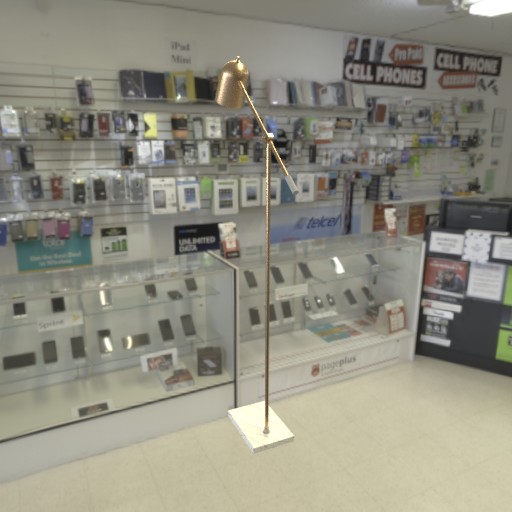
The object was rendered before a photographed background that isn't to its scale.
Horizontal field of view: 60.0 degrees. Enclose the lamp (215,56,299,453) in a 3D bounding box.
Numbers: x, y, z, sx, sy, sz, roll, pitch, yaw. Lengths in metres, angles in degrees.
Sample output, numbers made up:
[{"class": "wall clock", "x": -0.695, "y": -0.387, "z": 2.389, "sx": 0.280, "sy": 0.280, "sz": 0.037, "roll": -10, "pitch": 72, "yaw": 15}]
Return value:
[{"class": "lamp", "x": 0.000, "y": 0.000, "z": 1.848, "sx": 0.194, "sy": 1.594, "sz": 0.653, "roll": -7, "pitch": 16, "yaw": -24}]
